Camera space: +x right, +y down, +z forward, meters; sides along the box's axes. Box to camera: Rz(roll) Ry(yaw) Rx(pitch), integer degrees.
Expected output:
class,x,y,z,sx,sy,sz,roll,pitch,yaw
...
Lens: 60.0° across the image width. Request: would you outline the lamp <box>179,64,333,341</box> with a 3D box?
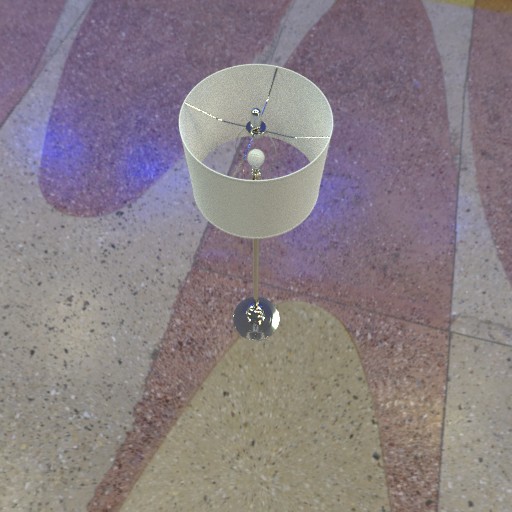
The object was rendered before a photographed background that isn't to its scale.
class,x,y,z,sx,sy,sz,roll,pitch,yaw
lamp,0.000,0.000,1.668,0.356,1.487,0.356,15,65,8
